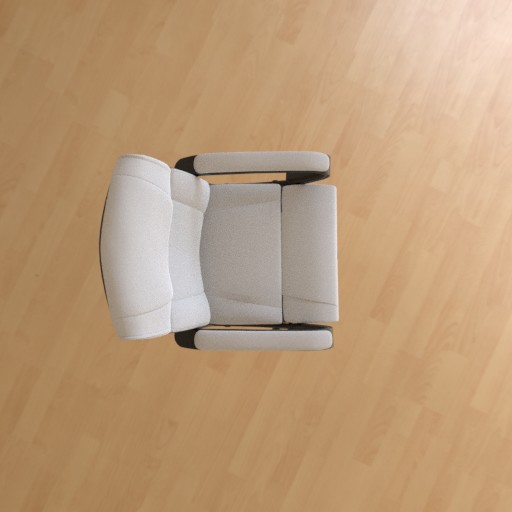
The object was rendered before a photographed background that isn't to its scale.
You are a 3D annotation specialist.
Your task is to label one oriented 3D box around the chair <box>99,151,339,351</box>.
[{"bbox_3d":[0.000,0.000,1.498,0.717,1.004,0.739,0,88,1],"label":"chair"}]
